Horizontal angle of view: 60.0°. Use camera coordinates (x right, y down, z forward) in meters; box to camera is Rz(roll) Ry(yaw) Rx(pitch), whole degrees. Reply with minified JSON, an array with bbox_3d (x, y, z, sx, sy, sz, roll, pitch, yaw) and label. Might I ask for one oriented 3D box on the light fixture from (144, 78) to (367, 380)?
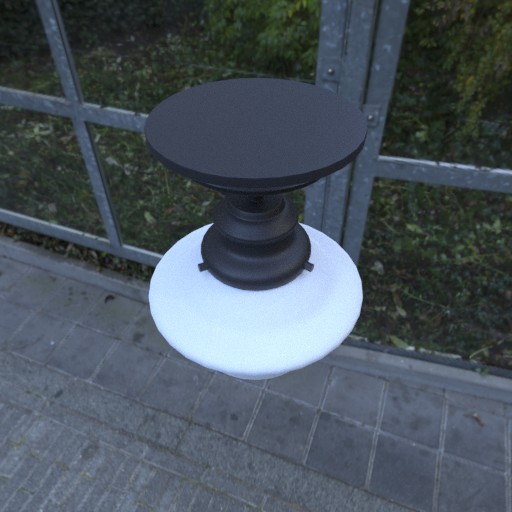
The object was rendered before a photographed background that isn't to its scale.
[{"bbox_3d":[0.000,0.000,0.390,0.197,0.254,0.197,0,42,0],"label":"light fixture"}]
